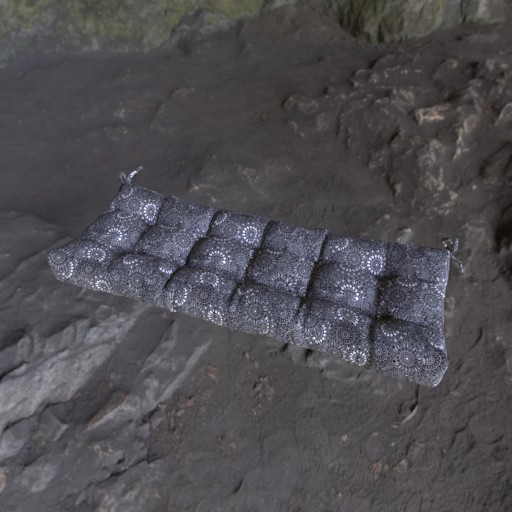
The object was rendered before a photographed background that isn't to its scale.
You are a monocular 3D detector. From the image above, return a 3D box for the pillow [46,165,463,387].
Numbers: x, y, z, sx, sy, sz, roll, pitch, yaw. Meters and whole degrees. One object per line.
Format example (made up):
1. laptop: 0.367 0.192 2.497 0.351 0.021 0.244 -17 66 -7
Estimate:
1. pillow: 0.000 0.000 1.336 1.194 0.174 0.511 13 44 14
